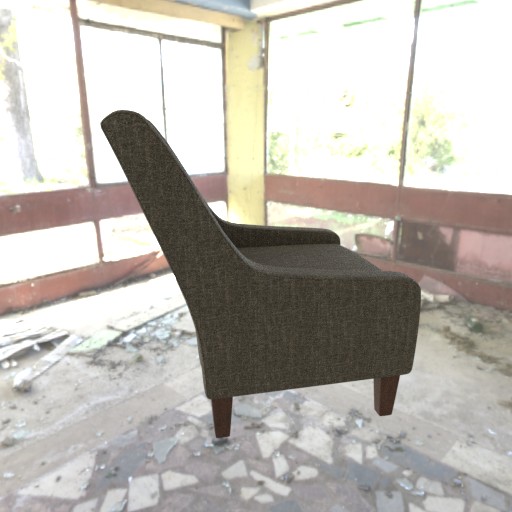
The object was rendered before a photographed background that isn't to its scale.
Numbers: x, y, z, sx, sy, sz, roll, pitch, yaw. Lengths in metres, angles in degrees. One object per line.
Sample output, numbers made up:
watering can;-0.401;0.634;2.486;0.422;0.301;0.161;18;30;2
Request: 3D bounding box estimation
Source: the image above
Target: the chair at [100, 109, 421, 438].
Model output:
chair;0.000;0.000;1.669;0.944;1.012;0.793;-3;16;-11
